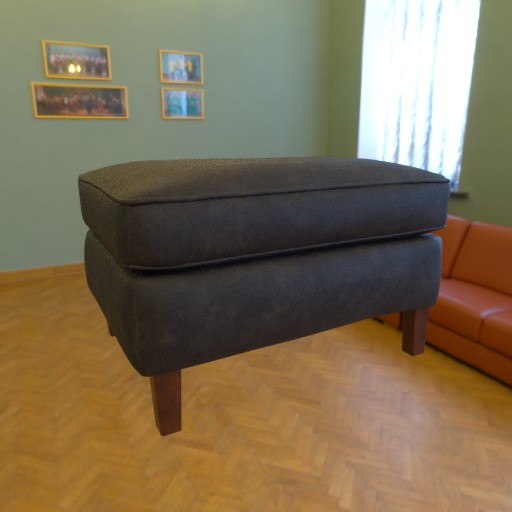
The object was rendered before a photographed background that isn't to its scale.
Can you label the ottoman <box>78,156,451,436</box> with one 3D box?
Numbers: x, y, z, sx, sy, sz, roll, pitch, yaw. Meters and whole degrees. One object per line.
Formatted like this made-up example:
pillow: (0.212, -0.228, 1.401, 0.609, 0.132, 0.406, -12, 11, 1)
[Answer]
ottoman: (0.000, 0.000, 0.965, 0.665, 0.413, 0.501, -8, 17, -27)
